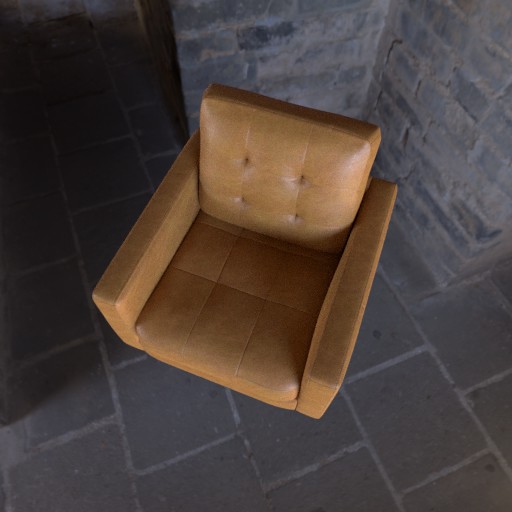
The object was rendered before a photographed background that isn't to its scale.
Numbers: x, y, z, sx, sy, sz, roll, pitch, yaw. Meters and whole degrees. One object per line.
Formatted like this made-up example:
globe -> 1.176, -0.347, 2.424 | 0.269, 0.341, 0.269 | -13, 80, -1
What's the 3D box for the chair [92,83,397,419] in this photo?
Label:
chair -> 0.000, 0.000, 1.606 | 0.831, 0.896, 0.868 | 18, 61, 11
